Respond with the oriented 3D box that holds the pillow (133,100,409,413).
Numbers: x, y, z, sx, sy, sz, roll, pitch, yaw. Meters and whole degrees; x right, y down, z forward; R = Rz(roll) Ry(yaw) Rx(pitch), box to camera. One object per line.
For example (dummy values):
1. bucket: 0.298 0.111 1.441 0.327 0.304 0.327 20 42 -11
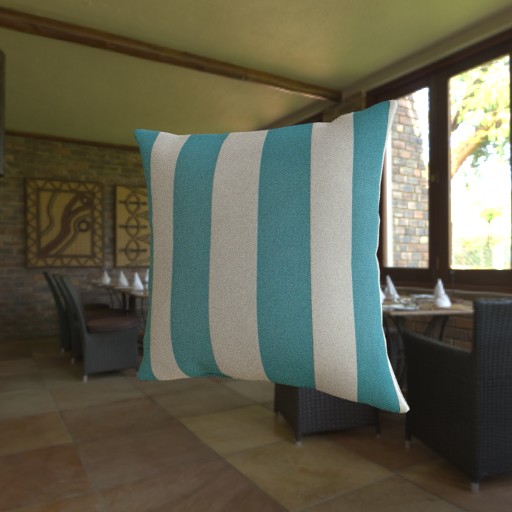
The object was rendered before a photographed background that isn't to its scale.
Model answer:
1. pillow: 0.000 0.000 0.822 0.536 0.526 0.189 0 -1 18
